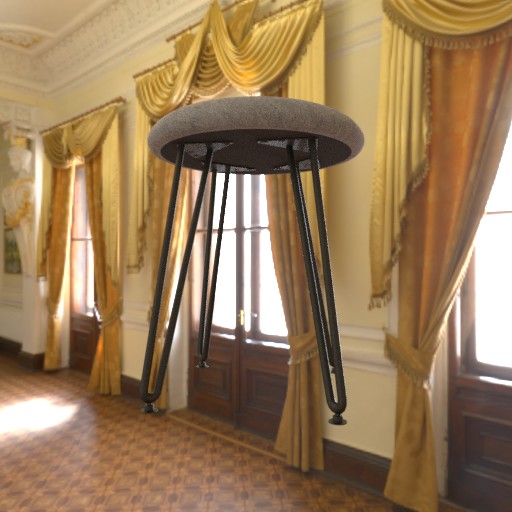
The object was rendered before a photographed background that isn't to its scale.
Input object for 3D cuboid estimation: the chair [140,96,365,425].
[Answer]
[{"bbox_3d":[0.000,0.000,0.647,0.350,0.386,0.350,0,-1,-35],"label":"chair"}]
